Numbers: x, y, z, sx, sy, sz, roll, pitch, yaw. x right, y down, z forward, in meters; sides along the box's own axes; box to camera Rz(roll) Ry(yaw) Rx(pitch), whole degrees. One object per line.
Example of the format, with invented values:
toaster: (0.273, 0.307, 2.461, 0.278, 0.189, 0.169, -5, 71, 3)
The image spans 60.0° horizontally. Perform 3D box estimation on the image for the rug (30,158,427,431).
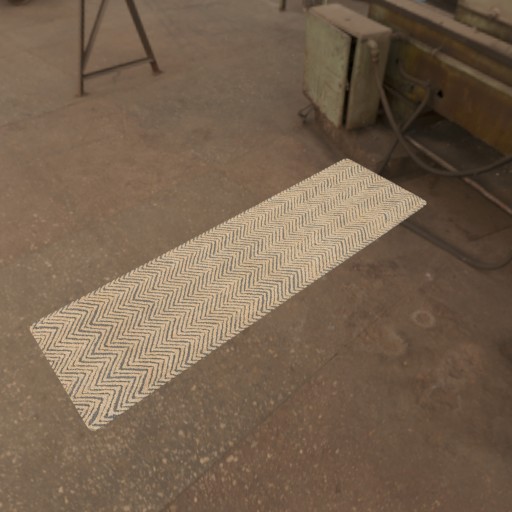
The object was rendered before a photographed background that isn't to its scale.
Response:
rug: (0.000, 0.000, 2.464, 2.286, 0.008, 0.686, -31, 52, -27)
